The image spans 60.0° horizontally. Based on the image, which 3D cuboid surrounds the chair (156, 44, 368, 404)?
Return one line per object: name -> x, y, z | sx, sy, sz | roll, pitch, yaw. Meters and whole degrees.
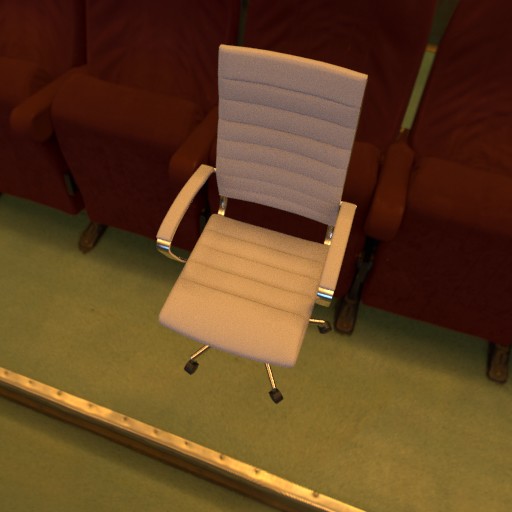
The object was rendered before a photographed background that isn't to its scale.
chair -> 0.000, 0.000, 1.569 | 0.679, 1.149, 0.667 | 16, 59, 10
